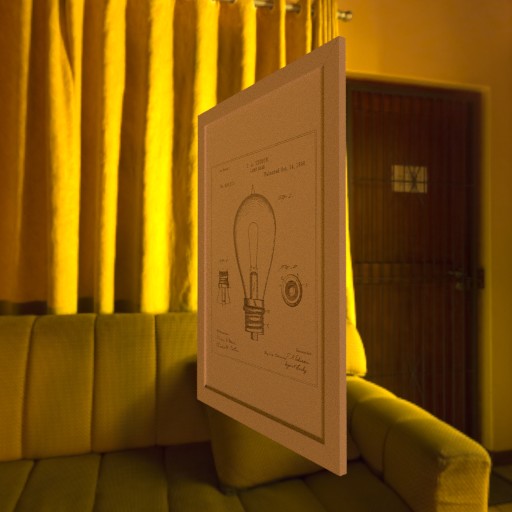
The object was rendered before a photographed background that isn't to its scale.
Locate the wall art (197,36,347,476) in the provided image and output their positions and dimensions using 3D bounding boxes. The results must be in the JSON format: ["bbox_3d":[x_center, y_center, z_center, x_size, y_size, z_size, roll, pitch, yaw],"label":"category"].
[{"bbox_3d":[0.000,0.000,0.612,0.010,0.474,0.325,0,-1,-35],"label":"wall art"}]
